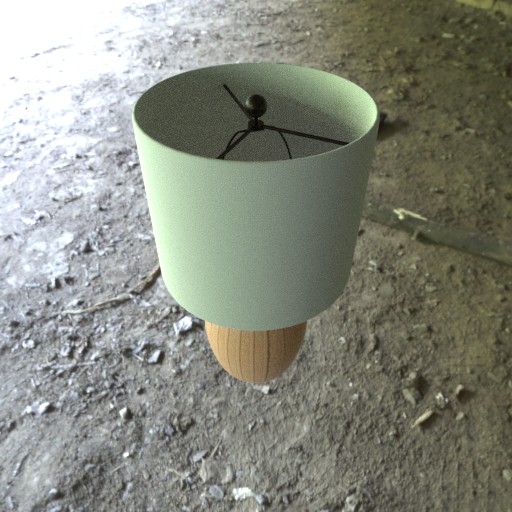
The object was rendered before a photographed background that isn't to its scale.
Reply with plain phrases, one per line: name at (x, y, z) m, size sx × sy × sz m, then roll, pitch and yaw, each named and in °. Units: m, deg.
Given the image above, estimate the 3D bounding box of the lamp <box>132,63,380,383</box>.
lamp at (0.000, 0.000, 0.777) m, size 0.329 × 0.570 × 0.329 m, roll 0°, pitch 41°, yaw 0°
